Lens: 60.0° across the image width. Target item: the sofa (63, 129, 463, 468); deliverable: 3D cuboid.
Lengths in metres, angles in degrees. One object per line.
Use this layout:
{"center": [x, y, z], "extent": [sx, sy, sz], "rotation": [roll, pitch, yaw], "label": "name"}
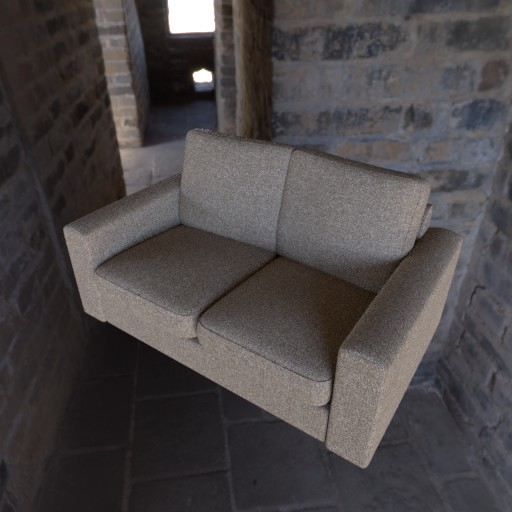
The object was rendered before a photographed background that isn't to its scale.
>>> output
{"center": [0.000, 0.000, 2.117], "extent": [1.616, 0.873, 1.016], "rotation": [20, 38, 28], "label": "sofa"}
